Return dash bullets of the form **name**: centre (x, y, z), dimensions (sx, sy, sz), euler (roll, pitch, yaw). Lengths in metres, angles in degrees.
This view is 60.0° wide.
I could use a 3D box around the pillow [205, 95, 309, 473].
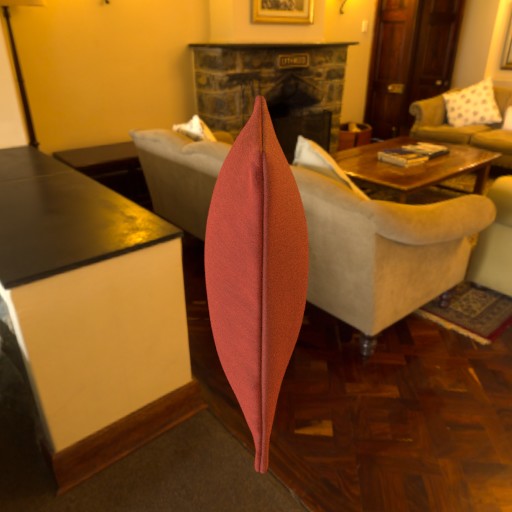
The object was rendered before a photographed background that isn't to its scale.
- **pillow**: centre (0.000, 0.000, 0.670), dimensions (0.151, 0.416, 0.435), euler (0, 26, 0)
